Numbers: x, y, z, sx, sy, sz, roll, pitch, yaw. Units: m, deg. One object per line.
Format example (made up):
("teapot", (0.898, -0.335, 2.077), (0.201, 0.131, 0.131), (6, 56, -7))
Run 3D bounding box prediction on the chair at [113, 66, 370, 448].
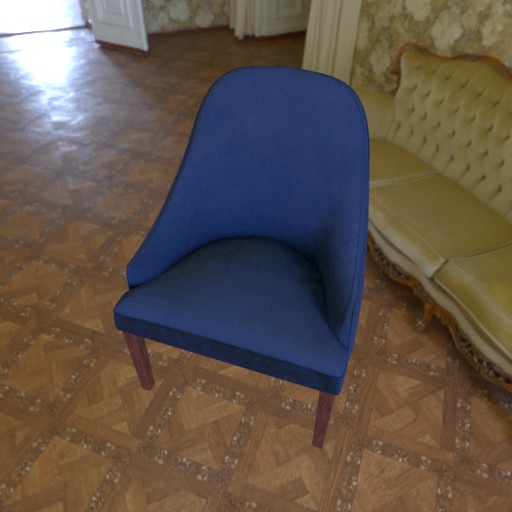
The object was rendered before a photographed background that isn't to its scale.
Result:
("chair", (0.000, 0.000, 1.275), (0.643, 0.889, 0.575), (13, 43, 14))
